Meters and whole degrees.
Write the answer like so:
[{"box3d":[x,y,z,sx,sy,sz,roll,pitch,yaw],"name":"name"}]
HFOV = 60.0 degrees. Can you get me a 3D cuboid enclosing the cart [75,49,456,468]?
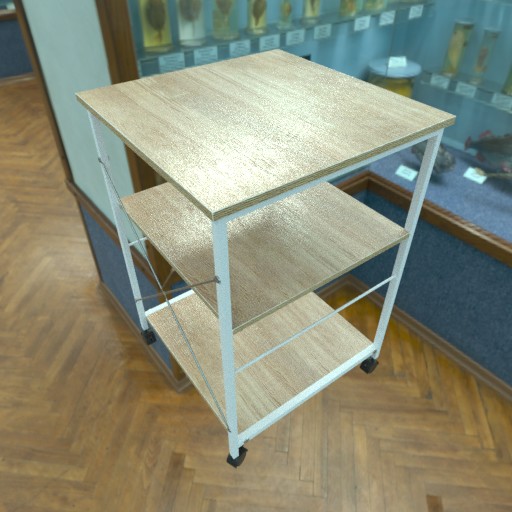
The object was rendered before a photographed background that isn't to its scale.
[{"box3d":[0.000,0.000,1.093,0.520,0.762,0.521,-25,46,-27],"name":"cart"}]
